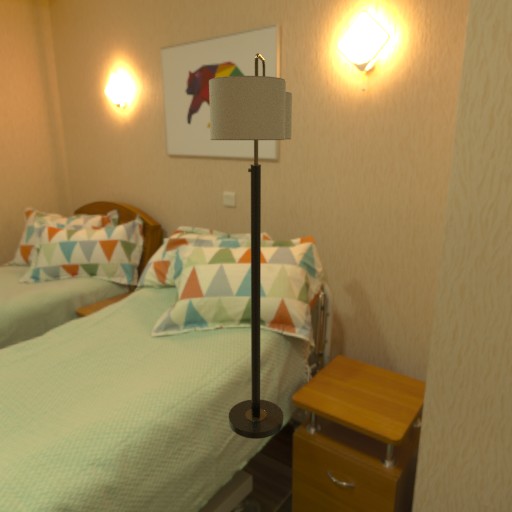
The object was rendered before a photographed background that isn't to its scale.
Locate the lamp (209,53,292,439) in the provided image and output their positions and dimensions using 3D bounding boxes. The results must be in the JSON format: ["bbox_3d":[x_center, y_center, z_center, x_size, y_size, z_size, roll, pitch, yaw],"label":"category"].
[{"bbox_3d":[0.000,0.000,1.856,0.254,1.587,0.711,2,15,7],"label":"lamp"}]
